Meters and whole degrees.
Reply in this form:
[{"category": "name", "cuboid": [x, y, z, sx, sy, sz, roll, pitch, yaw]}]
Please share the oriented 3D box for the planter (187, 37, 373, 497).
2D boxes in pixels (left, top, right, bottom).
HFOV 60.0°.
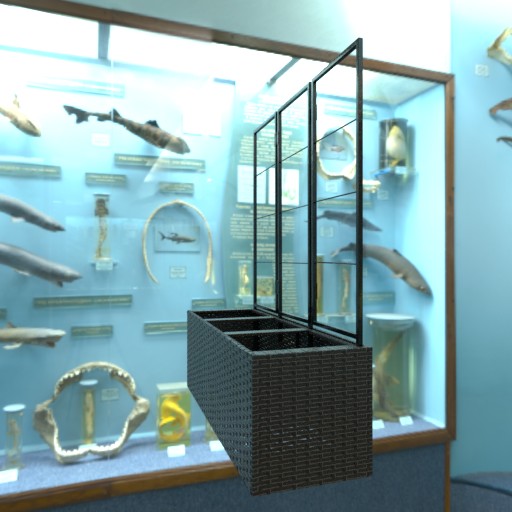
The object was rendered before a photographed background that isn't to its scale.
[{"category": "planter", "cuboid": [0.000, 0.000, 1.137, 0.244, 0.841, 0.699, 0, 0, -18]}]
